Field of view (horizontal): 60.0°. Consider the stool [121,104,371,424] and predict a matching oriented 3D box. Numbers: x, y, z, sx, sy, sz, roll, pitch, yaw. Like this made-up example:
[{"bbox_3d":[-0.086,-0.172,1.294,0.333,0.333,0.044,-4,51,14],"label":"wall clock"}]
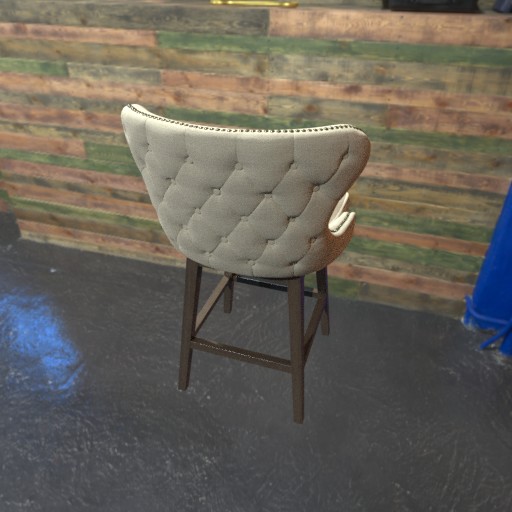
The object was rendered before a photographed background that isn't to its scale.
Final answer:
[{"bbox_3d":[0.000,0.000,1.383,0.615,0.972,0.597,10,35,16],"label":"stool"}]
